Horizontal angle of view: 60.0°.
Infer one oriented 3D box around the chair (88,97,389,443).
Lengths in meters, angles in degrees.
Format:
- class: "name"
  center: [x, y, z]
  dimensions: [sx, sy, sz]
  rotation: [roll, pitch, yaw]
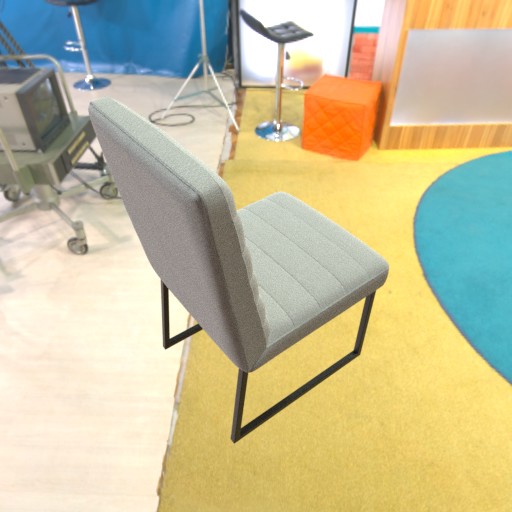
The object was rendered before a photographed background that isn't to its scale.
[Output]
- class: "chair"
  center: [0.000, 0.000, 1.308]
  dimensions: [0.634, 0.930, 0.520]
  rotation: [-26, 47, -27]
